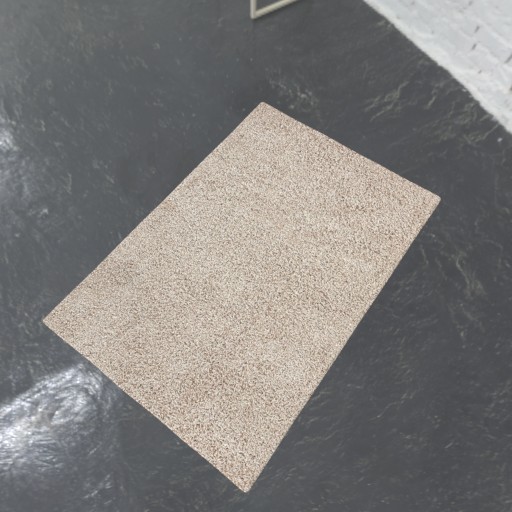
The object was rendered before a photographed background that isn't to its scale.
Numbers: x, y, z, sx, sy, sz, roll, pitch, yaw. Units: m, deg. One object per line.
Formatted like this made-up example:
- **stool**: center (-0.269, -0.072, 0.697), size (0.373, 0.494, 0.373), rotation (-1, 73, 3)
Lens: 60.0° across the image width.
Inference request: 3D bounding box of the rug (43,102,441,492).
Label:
- **rug**: center (0.000, 0.000, 2.273), size (1.219, 0.030, 1.778), rotation (33, 68, 16)
